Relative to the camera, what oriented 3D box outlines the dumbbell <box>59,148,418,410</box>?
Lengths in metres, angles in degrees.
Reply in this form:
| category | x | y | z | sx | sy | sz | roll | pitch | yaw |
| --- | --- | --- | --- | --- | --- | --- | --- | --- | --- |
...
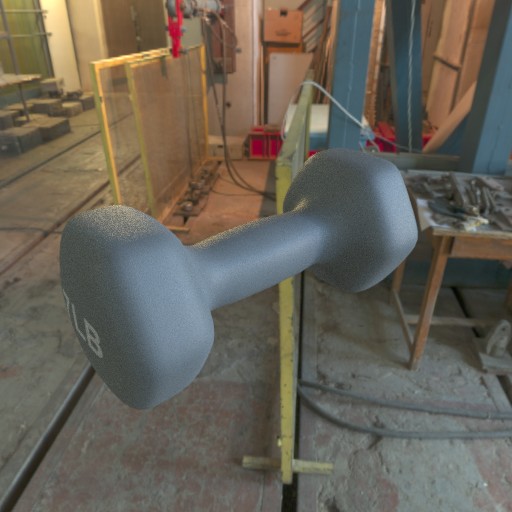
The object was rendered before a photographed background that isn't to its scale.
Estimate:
| category | x | y | z | sx | sy | sz | roll | pitch | yaw |
| --- | --- | --- | --- | --- | --- | --- | --- | --- | --- |
| dumbbell | 0.000 | 0.000 | 0.230 | 0.184 | 0.081 | 0.090 | -21 | 35 | -33 |
